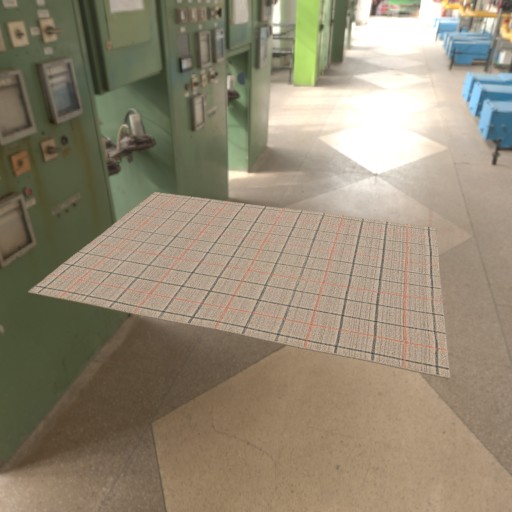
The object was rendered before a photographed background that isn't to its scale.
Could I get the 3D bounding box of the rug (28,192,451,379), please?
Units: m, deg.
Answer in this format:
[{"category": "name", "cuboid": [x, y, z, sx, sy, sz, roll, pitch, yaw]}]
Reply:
[{"category": "rug", "cuboid": [0.000, 0.000, 2.317, 1.829, 0.013, 1.220, 9, 32, 14]}]
